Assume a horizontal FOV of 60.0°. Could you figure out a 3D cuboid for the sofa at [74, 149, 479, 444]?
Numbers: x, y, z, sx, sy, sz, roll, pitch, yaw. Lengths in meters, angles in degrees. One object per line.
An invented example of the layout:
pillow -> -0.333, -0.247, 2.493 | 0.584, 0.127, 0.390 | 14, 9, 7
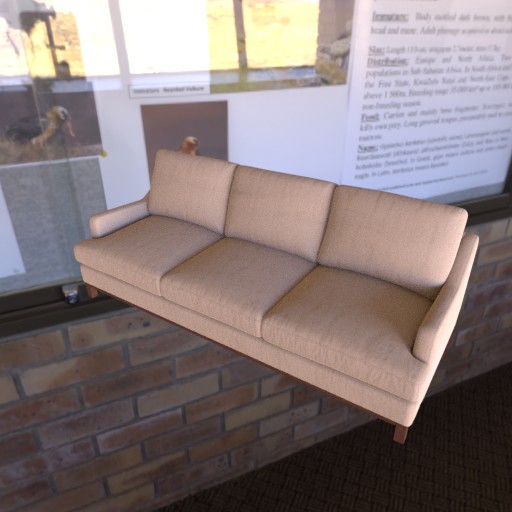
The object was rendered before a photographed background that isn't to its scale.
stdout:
sofa -> 0.000, 0.000, 2.747 | 2.321, 0.913, 1.000 | 18, 33, 29
